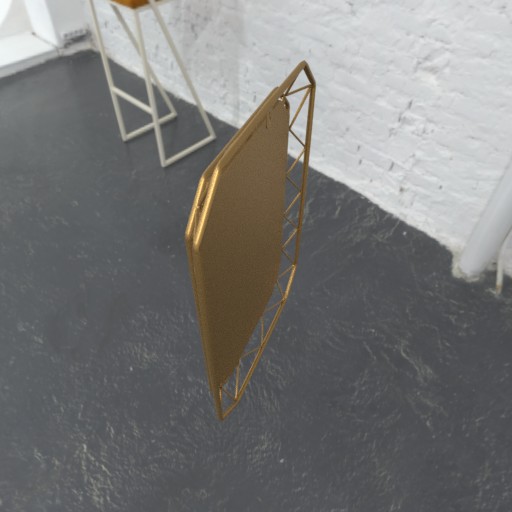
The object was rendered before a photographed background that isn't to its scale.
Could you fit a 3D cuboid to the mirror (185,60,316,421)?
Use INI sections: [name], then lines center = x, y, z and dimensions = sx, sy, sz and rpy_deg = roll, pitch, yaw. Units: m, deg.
[mirror]
center = 0.000, 0.000, 0.754
dimensions = 0.042, 0.566, 0.417
rpy_deg = 17, 49, 15
